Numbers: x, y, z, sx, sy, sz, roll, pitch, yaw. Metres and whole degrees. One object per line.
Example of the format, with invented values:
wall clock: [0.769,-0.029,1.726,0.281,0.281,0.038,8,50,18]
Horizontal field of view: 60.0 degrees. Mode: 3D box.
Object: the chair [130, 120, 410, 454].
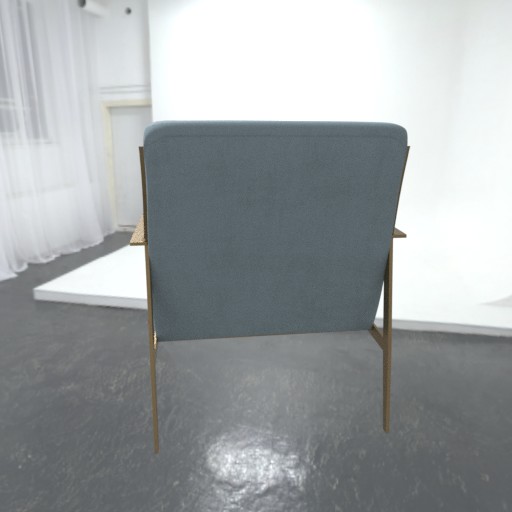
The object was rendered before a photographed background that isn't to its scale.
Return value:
chair: [0.000,0.000,1.463,0.701,0.824,0.842,-2,15,-7]
